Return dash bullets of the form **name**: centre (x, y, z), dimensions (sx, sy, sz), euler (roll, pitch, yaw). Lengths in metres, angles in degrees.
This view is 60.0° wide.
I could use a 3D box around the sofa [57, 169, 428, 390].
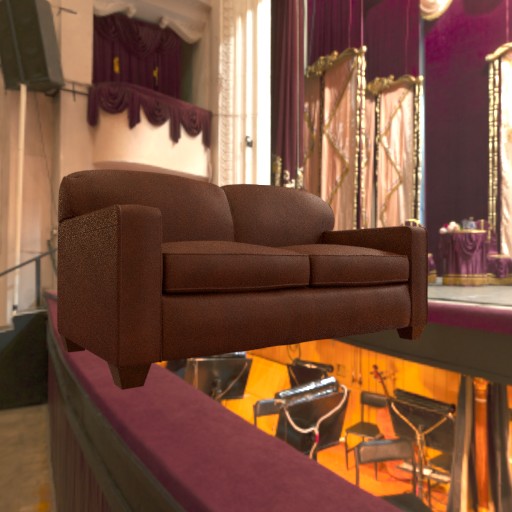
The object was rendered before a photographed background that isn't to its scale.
- **sofa**: centre (0.000, 0.000, 2.435), dimensions (1.856, 0.966, 1.000), euler (0, -1, -36)
